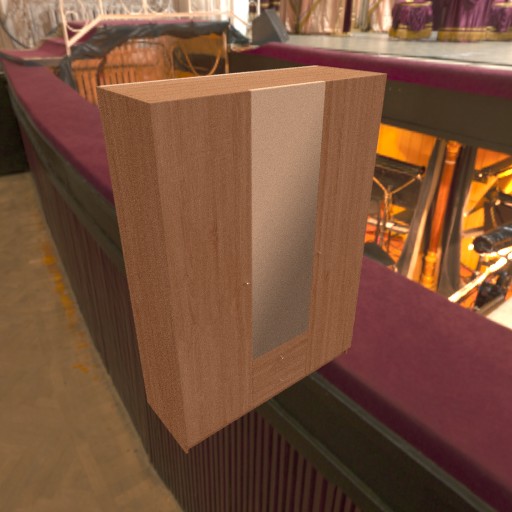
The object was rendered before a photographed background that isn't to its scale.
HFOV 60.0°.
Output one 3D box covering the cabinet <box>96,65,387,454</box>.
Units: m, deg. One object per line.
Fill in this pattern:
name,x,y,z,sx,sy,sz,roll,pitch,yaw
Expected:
cabinet,0.000,0.000,2.845,1.500,2.120,0.590,-21,35,-33
